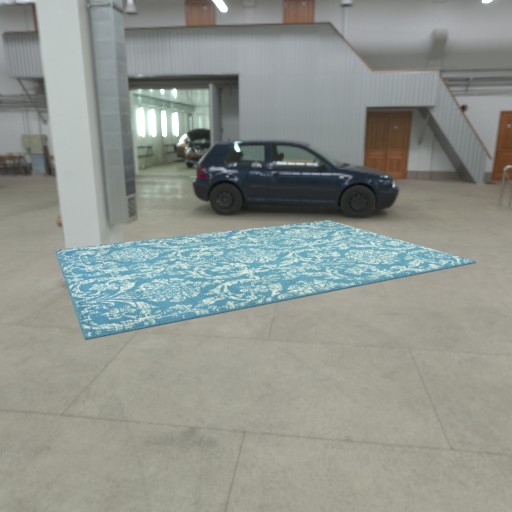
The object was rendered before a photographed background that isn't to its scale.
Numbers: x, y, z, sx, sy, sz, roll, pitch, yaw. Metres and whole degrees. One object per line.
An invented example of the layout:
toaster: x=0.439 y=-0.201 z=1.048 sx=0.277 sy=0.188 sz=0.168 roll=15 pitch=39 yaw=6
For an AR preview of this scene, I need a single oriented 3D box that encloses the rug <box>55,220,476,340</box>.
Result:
rug: x=0.000 y=0.000 z=3.450 sx=2.746 sy=0.018 sz=1.816 roll=-8 pitch=17 yaw=-27
